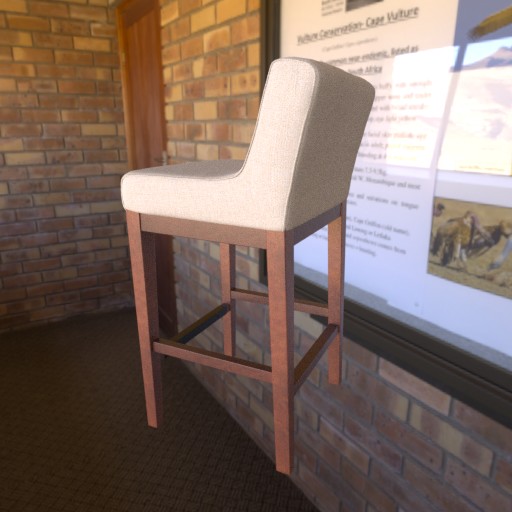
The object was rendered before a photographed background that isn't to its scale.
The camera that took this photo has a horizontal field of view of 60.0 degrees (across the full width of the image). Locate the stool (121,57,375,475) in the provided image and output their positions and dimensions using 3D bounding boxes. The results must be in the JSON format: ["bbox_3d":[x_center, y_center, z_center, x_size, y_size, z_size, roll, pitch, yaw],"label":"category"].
[{"bbox_3d":[0.000,0.000,1.222,0.500,0.937,0.511,8,18,25],"label":"stool"}]
